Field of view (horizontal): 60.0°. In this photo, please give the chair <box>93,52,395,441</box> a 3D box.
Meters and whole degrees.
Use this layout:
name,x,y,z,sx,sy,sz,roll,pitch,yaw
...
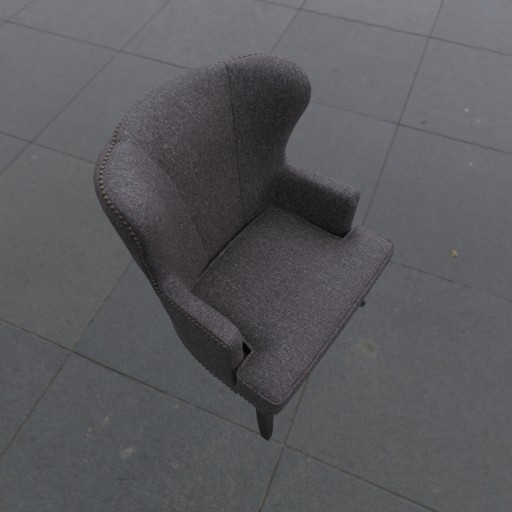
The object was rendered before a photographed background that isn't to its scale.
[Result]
name,x,y,z,sx,sy,sz,roll,pitch,yaw
chair,0.000,0.000,1.559,0.758,1.060,0.759,33,63,19
